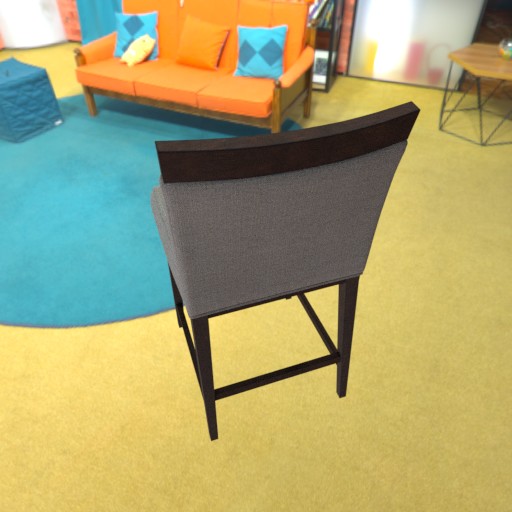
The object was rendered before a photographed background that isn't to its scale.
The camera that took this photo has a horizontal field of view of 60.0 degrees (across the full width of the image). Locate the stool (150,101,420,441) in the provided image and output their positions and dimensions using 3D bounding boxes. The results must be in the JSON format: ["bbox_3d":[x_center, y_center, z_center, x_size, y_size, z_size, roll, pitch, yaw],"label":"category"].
[{"bbox_3d":[0.000,0.000,1.286,0.512,1.009,0.531,-13,43,-14],"label":"stool"}]
